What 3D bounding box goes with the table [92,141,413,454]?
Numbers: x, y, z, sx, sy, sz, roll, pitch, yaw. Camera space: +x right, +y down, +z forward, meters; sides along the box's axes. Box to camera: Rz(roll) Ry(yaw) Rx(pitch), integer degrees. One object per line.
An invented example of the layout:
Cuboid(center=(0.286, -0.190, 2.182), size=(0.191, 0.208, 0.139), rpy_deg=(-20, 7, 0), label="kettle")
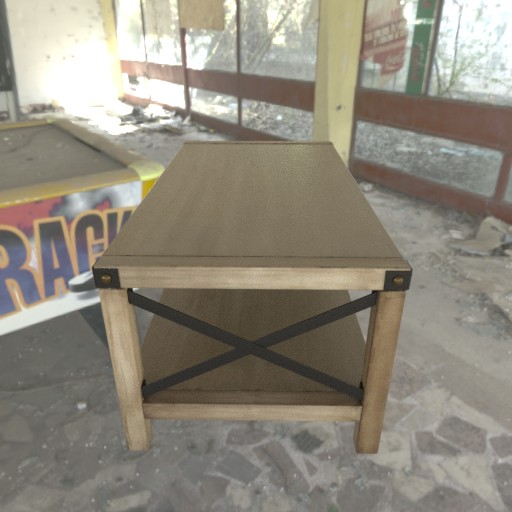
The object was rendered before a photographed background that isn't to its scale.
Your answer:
Cuboid(center=(0.000, 0.000, 1.298), size=(0.559, 0.456, 1.016), rpy_deg=(0, 27, 1), label="table")
